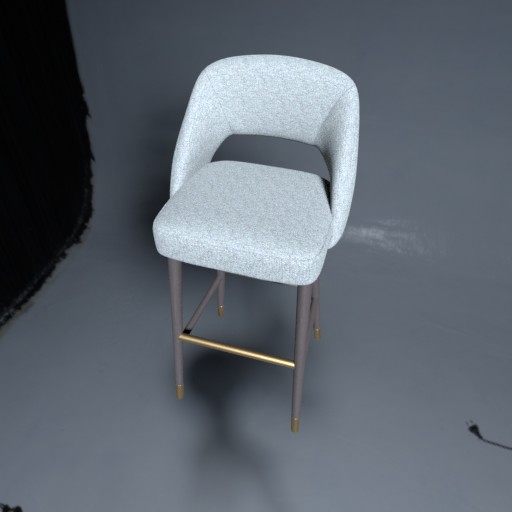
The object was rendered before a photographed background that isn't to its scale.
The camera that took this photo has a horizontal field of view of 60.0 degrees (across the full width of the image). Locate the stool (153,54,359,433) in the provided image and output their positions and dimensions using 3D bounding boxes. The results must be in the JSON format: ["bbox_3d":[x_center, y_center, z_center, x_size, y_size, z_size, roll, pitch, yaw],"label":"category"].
[{"bbox_3d":[0.000,0.000,1.426,0.536,1.089,0.524,12,42,13],"label":"stool"}]
